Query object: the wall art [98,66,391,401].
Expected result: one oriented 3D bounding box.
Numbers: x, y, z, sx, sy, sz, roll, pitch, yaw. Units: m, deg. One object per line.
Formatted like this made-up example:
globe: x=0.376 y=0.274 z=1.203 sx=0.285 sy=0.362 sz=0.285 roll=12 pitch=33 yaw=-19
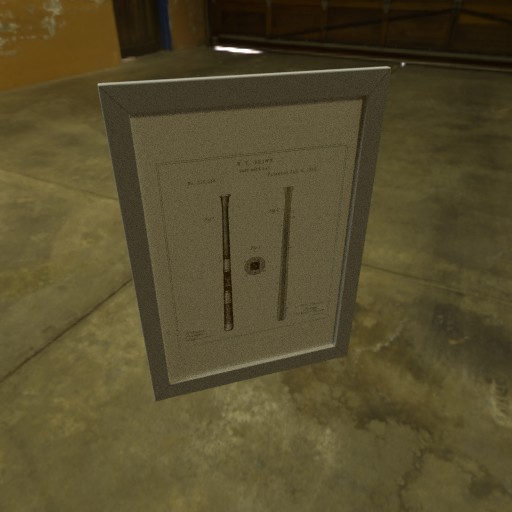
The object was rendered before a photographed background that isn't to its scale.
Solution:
wall art: x=0.000 y=0.000 z=0.688 sx=0.374 sy=0.529 sz=0.012 roll=-10 pitch=34 yaw=-15
